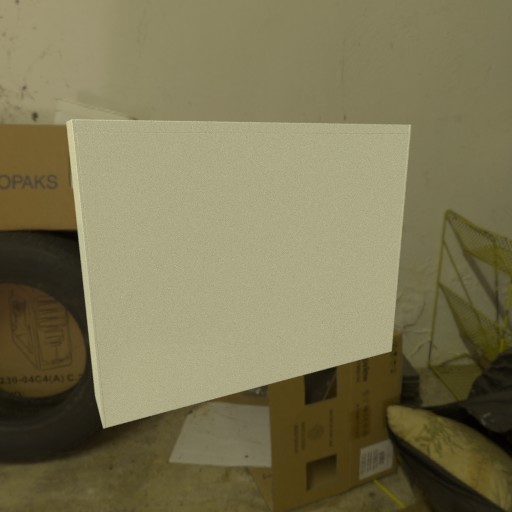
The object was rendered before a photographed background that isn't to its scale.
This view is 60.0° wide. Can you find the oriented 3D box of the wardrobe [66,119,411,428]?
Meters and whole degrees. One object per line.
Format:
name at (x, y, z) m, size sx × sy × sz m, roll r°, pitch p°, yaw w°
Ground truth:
wardrobe at (0.000, 0.000, 4.125) m, size 3.000 × 2.360 × 0.580 m, roll -7°, pitch 17°, yaw -25°
